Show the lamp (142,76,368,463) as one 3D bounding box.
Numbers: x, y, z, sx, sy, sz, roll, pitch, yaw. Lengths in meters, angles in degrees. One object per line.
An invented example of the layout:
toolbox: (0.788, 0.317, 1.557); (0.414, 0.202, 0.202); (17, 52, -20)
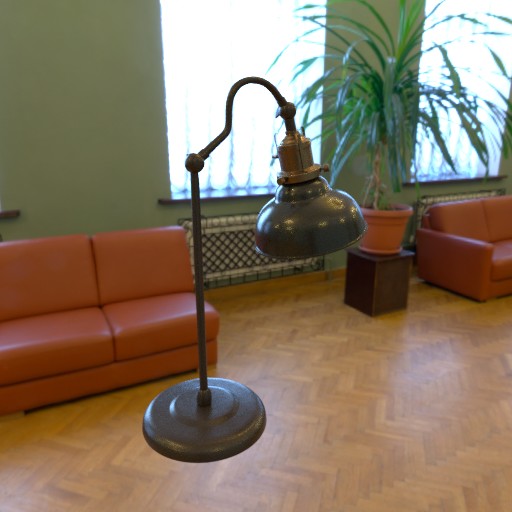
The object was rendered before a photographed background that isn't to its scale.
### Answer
lamp: (0.000, 0.000, 0.671); (0.374, 0.508, 0.192); (-8, 17, -28)
